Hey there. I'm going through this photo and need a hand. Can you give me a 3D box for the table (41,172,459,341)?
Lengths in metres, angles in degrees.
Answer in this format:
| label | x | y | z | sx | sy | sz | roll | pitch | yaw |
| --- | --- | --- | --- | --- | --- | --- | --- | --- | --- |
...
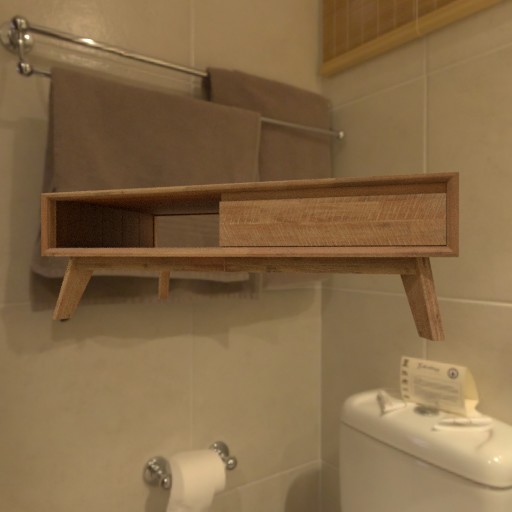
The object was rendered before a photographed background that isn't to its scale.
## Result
| label | x | y | z | sx | sy | sz | roll | pitch | yaw |
| --- | --- | --- | --- | --- | --- | --- | --- | --- | --- |
| table | 0.000 | 0.000 | 2.059 | 1.619 | 0.531 | 0.918 | 0 | 0 | 18 |
